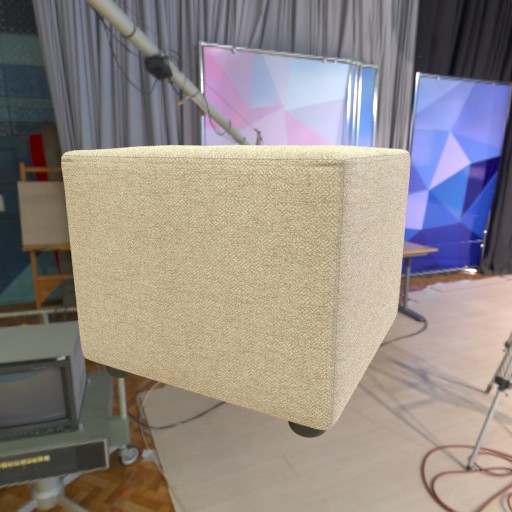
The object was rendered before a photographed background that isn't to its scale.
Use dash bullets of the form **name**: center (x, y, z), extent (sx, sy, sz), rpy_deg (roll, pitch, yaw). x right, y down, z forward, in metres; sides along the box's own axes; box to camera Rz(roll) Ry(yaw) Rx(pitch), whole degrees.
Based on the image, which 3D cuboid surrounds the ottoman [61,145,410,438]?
- **ottoman**: center (0.000, 0.000, 0.890), extent (0.508, 0.432, 0.508), rpy_deg (7, 16, 27)
